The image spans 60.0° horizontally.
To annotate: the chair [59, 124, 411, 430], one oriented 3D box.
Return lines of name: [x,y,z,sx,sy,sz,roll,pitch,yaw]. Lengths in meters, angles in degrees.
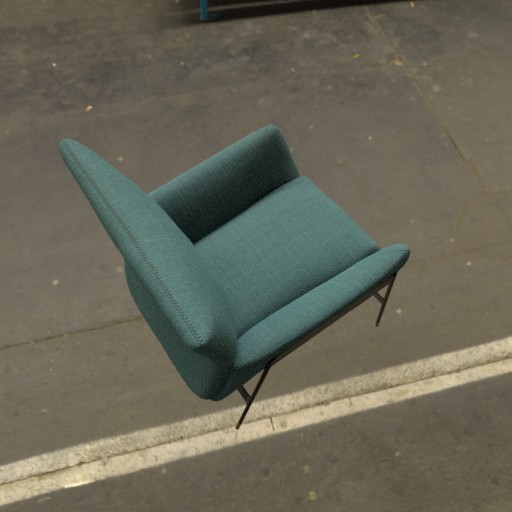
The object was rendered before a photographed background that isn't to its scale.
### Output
chair: [0.000,0.000,1.418,0.769,0.859,0.678,-31,62,-19]
